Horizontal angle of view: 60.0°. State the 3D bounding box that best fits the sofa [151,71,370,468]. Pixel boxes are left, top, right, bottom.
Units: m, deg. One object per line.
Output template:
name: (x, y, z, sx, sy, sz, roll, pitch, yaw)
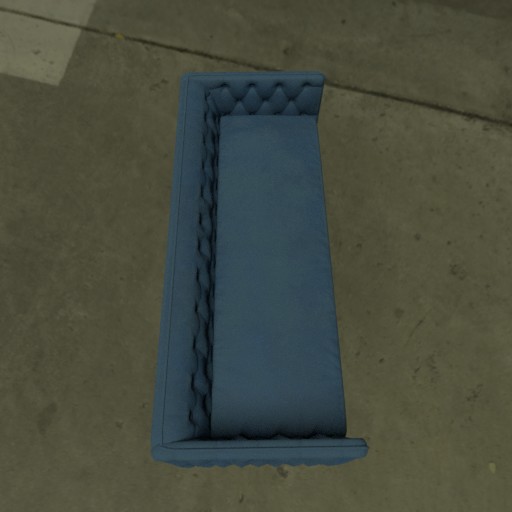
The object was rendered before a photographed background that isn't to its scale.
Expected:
sofa: (0.000, 0.000, 2.569, 0.895, 0.771, 2.209, -1, 64, 0)
